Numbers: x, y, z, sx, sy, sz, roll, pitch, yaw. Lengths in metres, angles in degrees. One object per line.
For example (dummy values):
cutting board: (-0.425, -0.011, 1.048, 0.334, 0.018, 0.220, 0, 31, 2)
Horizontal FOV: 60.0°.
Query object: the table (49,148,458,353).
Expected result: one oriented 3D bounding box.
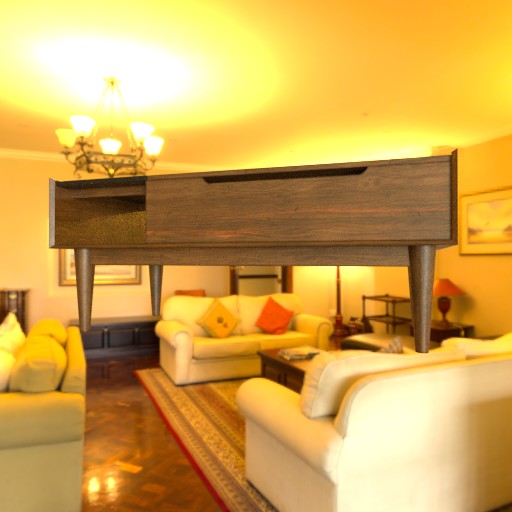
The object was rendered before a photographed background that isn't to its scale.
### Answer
table: (0.000, 0.000, 1.542, 1.221, 0.508, 0.610, 0, 0, 18)
